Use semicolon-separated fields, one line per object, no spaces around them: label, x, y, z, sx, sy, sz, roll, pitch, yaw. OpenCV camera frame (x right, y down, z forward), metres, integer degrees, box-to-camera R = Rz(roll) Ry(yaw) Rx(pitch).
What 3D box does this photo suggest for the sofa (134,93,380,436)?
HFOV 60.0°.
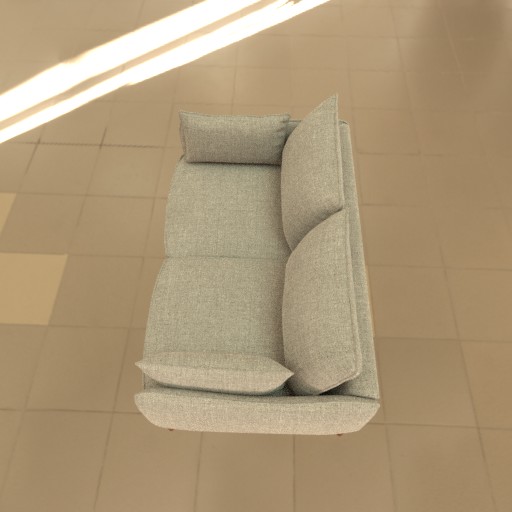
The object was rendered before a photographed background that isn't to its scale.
sofa;0.000;0.000;2.164;0.972;0.851;1.580;1;59;1
